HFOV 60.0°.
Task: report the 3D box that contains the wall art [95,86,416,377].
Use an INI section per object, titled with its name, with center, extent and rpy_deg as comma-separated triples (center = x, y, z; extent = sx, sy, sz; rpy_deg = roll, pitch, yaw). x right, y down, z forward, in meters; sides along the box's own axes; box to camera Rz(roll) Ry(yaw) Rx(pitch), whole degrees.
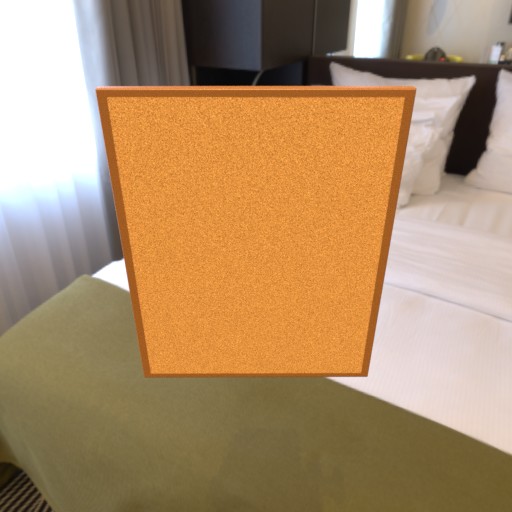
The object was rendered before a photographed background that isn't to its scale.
[wall art]
center = 0.000, 0.000, 0.525
extent = 0.310, 0.379, 0.015
rpy_deg = 0, 30, 0
